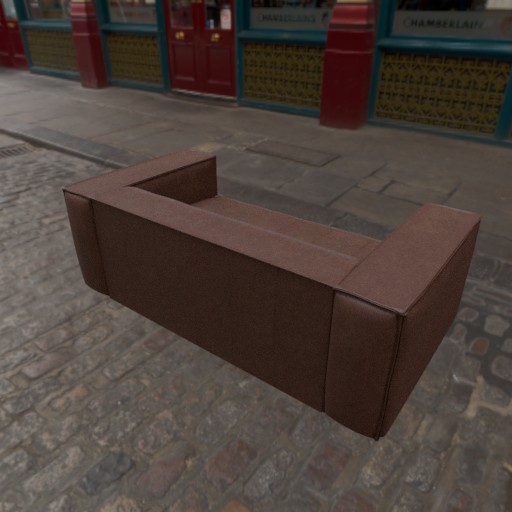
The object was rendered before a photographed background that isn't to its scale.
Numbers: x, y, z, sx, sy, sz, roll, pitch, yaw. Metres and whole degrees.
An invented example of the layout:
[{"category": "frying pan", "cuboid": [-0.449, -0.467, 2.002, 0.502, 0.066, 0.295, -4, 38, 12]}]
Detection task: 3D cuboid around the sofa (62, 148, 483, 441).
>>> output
[{"category": "sofa", "cuboid": [0.000, 0.000, 2.534, 2.088, 0.703, 1.102, 20, 35, 32]}]
